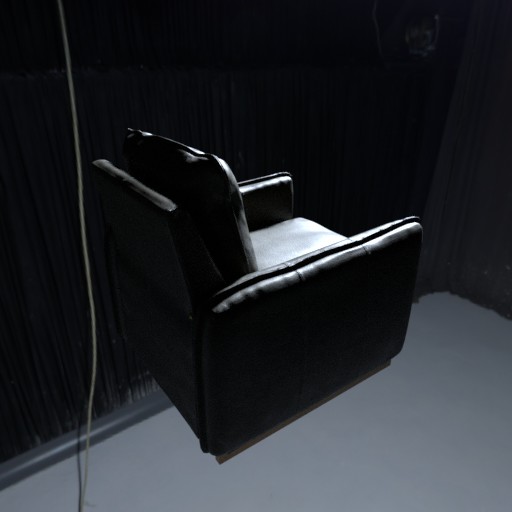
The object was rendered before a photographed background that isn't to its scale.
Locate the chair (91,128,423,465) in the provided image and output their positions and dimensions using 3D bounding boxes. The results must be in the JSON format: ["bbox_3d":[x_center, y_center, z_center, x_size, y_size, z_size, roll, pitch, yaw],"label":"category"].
[{"bbox_3d":[0.000,0.000,1.615,0.921,0.921,0.830,-17,31,-32],"label":"chair"}]
